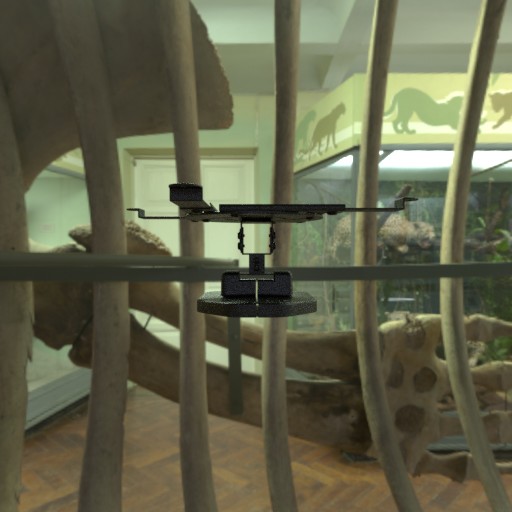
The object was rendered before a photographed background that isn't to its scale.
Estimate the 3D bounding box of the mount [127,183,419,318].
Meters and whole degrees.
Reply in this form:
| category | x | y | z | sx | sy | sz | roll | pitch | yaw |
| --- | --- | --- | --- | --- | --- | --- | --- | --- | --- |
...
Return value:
| category | x | y | z | sx | sy | sz | roll | pitch | yaw |
| --- | --- | --- | --- | --- | --- | --- | --- | --- | --- |
| mount | 0.000 | 0.000 | 0.610 | 0.394 | 0.141 | 0.394 | 0 | 1 | 0 |
